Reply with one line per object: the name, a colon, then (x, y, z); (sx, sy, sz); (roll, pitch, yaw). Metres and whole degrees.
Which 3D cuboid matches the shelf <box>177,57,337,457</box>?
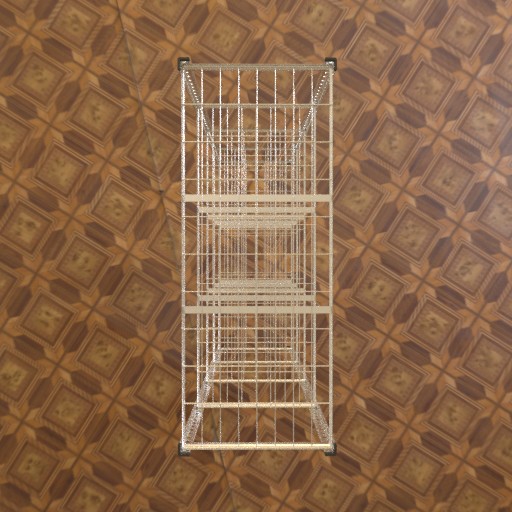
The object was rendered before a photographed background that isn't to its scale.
shelf: (0.000, 0.000, 2.680); (0.610, 1.981, 1.524); (0, 90, 0)
